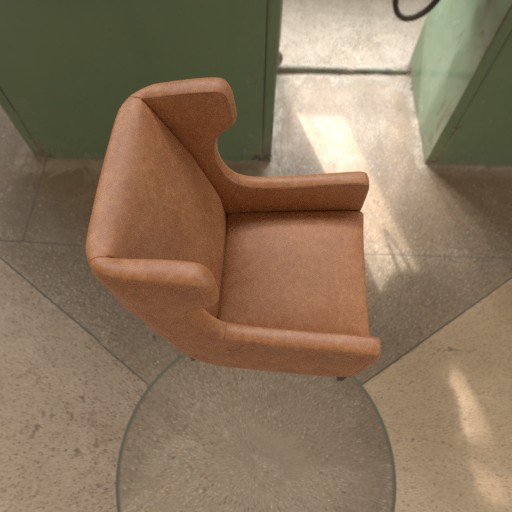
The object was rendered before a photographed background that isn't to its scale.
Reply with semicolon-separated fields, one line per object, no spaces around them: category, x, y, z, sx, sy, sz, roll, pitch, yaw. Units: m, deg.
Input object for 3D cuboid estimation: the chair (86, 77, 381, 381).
chair;0.000;0.000;1.676;0.899;1.079;0.766;3;65;1
